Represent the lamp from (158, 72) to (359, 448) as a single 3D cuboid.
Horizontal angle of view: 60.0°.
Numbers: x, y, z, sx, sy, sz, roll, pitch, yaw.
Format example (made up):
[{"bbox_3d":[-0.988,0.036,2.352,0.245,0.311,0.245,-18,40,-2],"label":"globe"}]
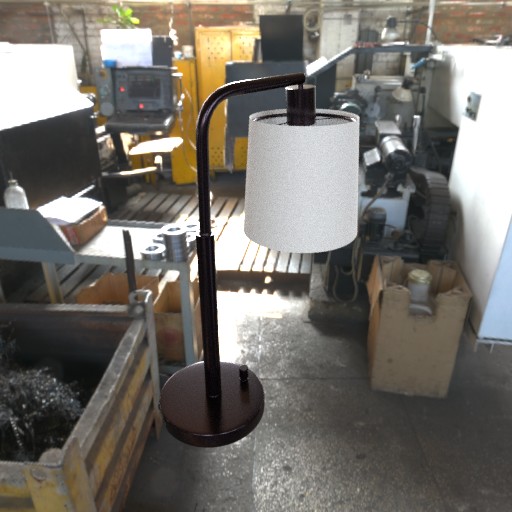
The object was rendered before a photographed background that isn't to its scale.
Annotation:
[{"bbox_3d":[0.000,0.000,0.644,0.333,0.489,0.171,-17,30,-31],"label":"lamp"}]
